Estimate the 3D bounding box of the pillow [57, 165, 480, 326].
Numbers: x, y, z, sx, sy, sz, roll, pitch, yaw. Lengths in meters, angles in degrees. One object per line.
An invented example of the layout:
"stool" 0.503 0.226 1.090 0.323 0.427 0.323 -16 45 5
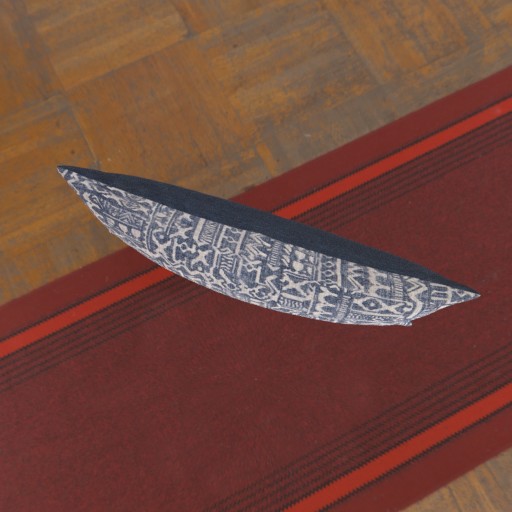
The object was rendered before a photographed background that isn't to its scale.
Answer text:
"pillow" 0.000 0.000 0.742 0.631 0.292 0.148 17 75 5
